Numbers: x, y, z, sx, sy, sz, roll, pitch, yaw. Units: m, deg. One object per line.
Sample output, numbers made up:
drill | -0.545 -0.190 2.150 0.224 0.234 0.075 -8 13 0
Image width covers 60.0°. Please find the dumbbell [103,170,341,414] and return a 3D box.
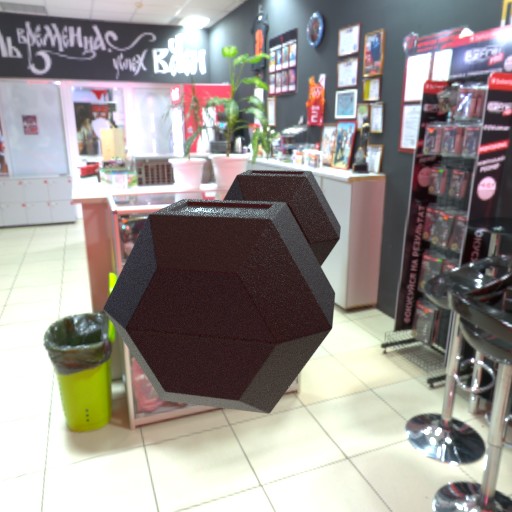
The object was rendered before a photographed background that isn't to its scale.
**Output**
dumbbell | 0.000 0.000 0.335 0.122 0.106 0.271 3 17 11
